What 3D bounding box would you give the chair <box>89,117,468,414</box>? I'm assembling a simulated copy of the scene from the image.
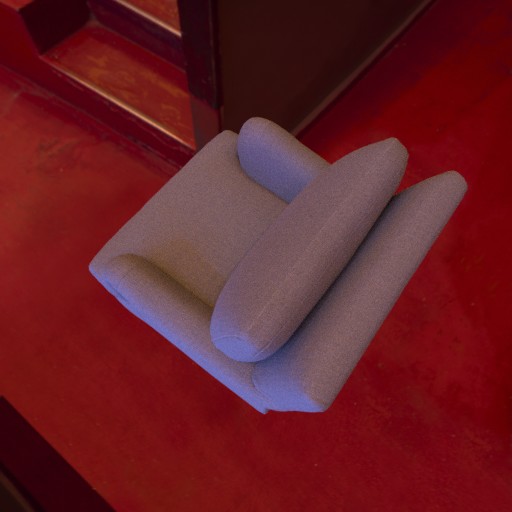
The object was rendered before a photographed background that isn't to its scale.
[{"bbox_3d":[0.000,0.000,1.803,1.070,1.038,0.955,34,68,15],"label":"chair"}]
